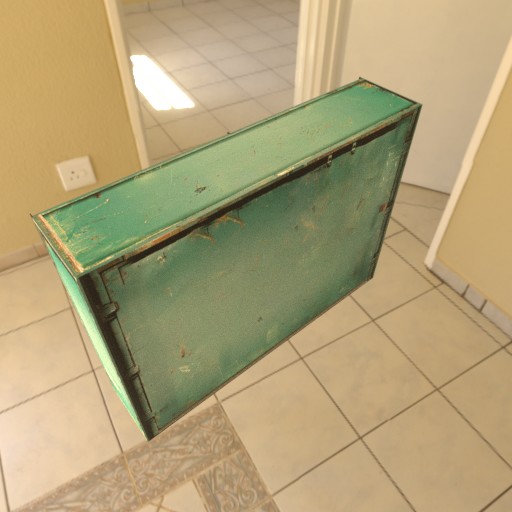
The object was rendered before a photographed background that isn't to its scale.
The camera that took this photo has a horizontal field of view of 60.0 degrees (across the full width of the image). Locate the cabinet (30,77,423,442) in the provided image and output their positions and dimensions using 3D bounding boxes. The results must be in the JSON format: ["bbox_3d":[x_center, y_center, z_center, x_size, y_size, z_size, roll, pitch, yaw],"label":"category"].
[{"bbox_3d":[0.000,0.000,3.944,3.001,2.160,0.680,-31,53,-26],"label":"cabinet"}]
